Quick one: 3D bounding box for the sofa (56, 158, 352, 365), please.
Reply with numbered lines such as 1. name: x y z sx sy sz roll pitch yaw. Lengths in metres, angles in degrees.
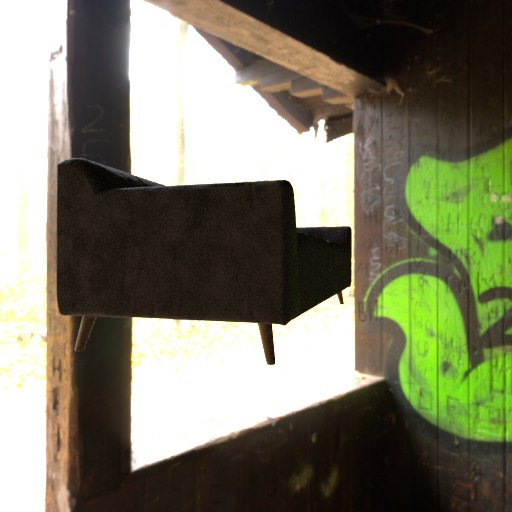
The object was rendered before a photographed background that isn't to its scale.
1. sofa: 0.000 0.000 2.563 0.900 0.740 2.190 0 -1 17
